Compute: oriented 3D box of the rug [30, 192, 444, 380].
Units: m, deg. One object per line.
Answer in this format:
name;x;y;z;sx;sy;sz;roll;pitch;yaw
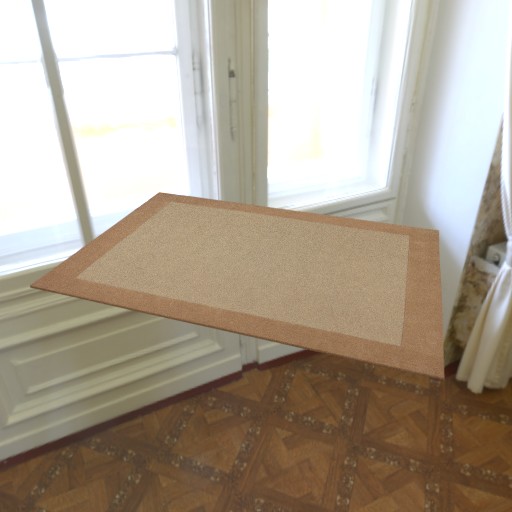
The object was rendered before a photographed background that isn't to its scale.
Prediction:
rug;0.000;0.000;2.324;1.829;0.014;1.219;10;32;16
